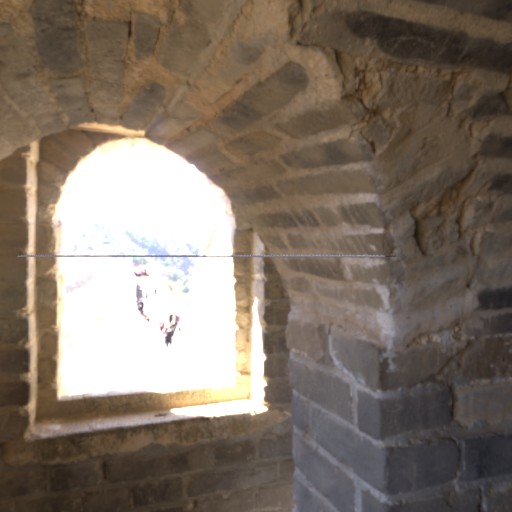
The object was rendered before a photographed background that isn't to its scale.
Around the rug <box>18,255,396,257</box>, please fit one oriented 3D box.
[{"bbox_3d":[0.000,0.000,4.071,2.438,0.012,3.048,0,0,19],"label":"rug"}]
